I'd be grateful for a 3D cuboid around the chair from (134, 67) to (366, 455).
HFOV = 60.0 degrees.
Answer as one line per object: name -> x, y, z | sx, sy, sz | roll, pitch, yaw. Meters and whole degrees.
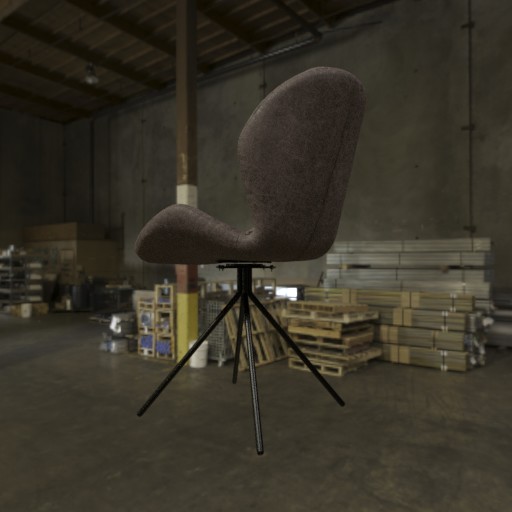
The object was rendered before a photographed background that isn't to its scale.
chair -> 0.000, 0.000, 1.311 | 0.640, 0.934, 0.527 | -1, -1, 37
